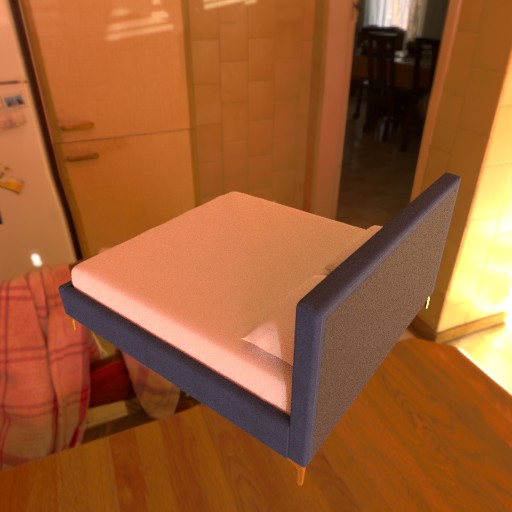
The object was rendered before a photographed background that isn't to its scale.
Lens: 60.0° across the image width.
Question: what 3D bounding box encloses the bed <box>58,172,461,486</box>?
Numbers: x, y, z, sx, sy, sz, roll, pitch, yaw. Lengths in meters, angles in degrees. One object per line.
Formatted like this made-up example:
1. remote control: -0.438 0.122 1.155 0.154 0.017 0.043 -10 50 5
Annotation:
1. bed: 0.000 0.000 3.432 2.232 1.231 2.096 21 36 31
